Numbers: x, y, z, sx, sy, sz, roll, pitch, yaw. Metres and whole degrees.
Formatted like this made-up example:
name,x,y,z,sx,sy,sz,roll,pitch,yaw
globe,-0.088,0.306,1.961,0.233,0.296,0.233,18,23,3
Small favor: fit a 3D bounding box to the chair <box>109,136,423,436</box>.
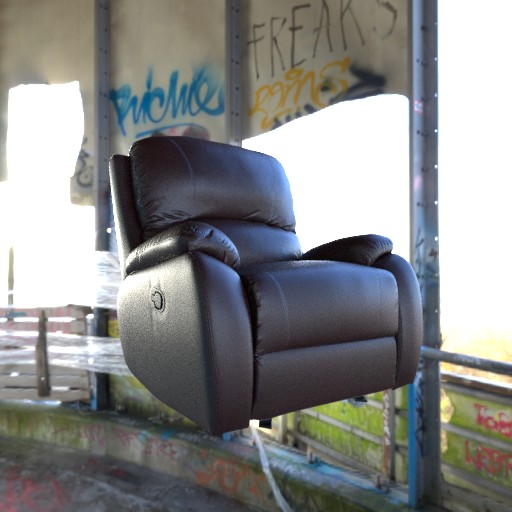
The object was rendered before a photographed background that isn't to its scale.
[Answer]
name,x,y,z,sx,sy,sz,roll,pitch,yaw
chair,0.000,0.000,1.711,0.930,1.011,0.899,0,0,-35
